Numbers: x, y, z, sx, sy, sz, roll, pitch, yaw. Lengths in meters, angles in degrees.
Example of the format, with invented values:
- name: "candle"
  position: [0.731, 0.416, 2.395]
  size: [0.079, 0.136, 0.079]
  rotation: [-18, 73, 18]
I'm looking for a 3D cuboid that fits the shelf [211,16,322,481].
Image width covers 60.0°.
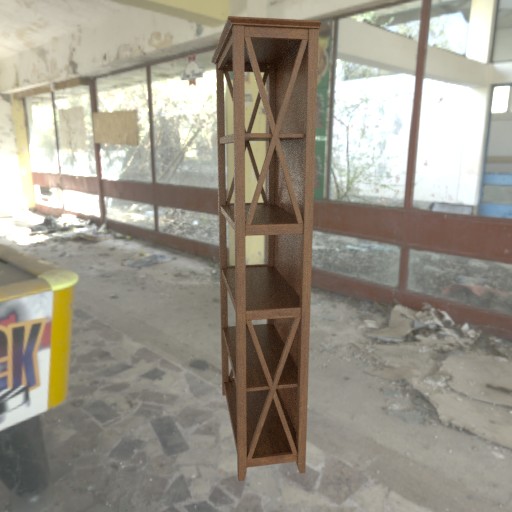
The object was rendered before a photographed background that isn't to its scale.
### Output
- name: "shelf"
  position: [0.000, 0.000, 2.162]
  size: [0.335, 1.905, 0.805]
  rotation: [-2, 14, -10]
